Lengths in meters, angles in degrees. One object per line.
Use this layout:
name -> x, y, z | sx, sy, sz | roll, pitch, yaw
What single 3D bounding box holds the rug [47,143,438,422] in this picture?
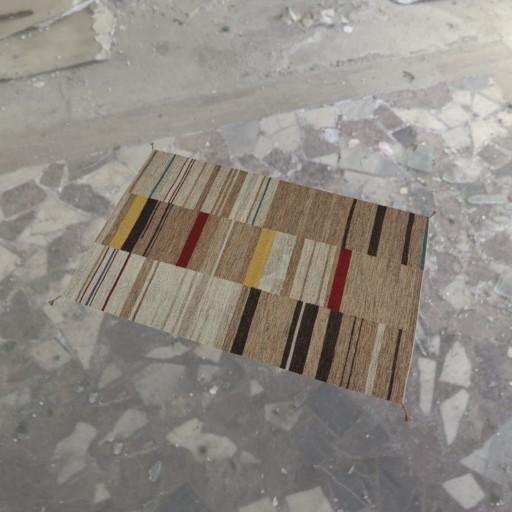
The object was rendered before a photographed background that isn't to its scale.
rug -> 0.000, 0.000, 2.485 | 1.918, 0.007, 1.268 | 16, 59, 9
